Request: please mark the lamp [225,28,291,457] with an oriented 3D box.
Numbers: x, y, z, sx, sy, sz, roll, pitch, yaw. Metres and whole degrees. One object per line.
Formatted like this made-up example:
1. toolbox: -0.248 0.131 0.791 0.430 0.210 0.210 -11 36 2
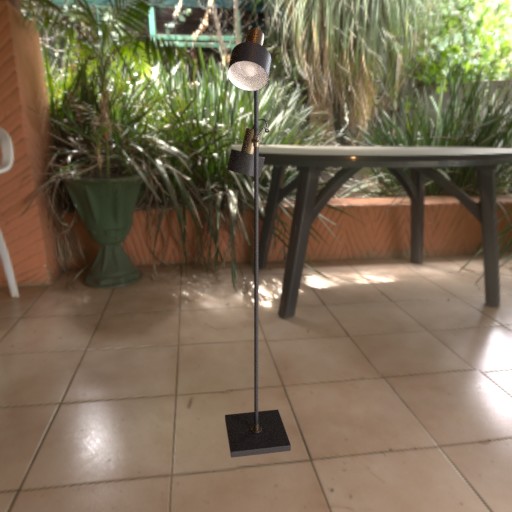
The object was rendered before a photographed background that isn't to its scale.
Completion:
1. lamp: 0.000 0.000 1.605 0.233 1.505 0.315 -3 16 -9
